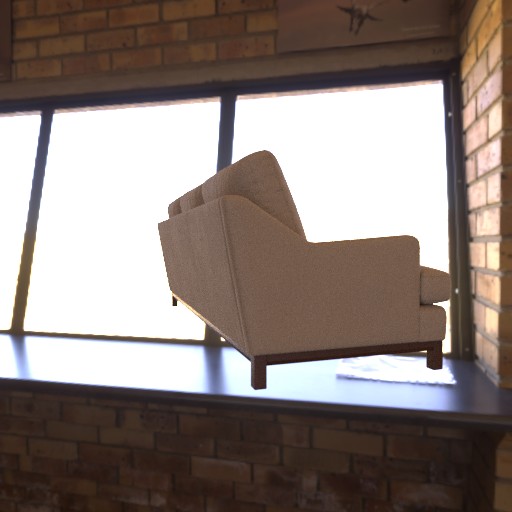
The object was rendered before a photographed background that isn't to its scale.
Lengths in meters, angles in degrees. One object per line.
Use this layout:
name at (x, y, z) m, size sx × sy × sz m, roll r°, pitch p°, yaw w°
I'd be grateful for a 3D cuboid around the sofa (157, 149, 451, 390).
sofa at (0.000, 0.000, 2.803) m, size 1.000 × 0.913 × 2.321 m, roll -1°, pitch 2°, yaw -18°
